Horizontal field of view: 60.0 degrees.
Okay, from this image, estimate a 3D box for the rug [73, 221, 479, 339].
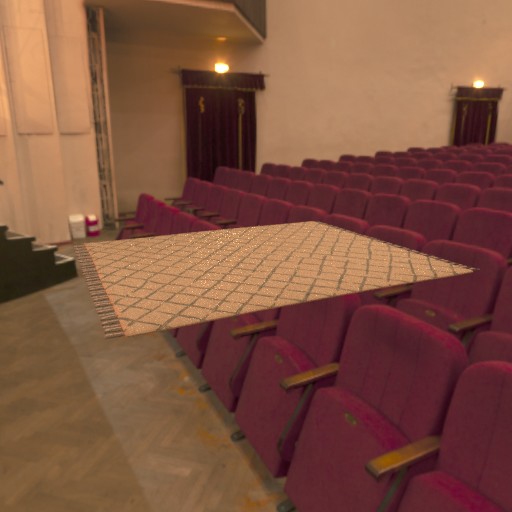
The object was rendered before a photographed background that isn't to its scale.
[{"bbox_3d":[0.000,0.000,4.888,3.585,0.036,2.892,-7,17,-25],"label":"rug"}]
